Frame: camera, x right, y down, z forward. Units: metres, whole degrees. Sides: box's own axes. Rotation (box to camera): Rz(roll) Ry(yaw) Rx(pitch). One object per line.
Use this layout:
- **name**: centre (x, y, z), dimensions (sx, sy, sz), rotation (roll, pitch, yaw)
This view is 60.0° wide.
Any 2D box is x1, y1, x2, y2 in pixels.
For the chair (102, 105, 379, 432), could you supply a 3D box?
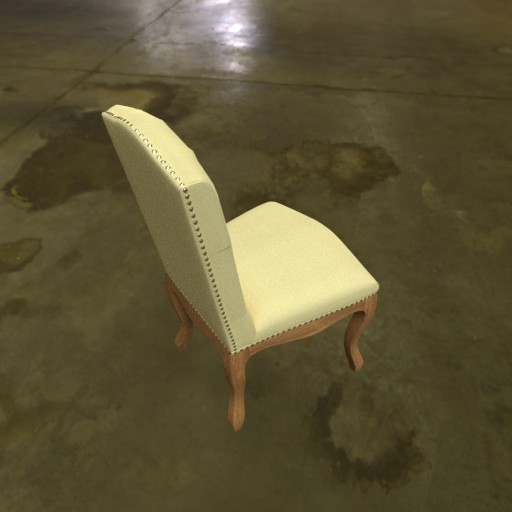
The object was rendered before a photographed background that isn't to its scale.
- **chair**: centre (0.000, 0.000, 1.547), dimensions (0.715, 1.165, 0.623), rotation (-25, 47, -25)
